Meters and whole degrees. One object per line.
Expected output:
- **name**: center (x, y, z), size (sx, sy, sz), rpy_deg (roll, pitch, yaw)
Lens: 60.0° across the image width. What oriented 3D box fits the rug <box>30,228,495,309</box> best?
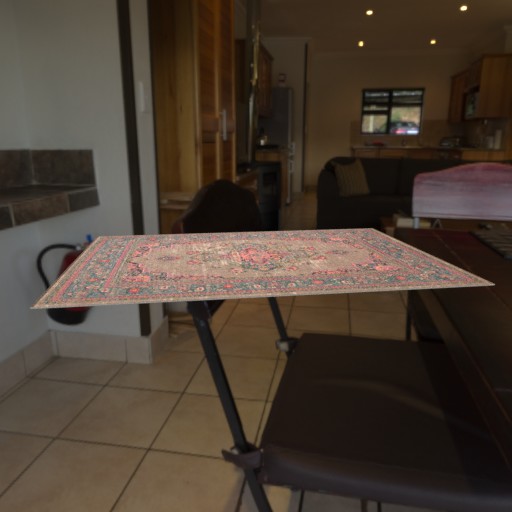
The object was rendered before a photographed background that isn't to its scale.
- **rug**: center (0.000, 0.000, 3.669), size (2.890, 0.013, 2.005), rpy_deg (-2, 14, -8)
